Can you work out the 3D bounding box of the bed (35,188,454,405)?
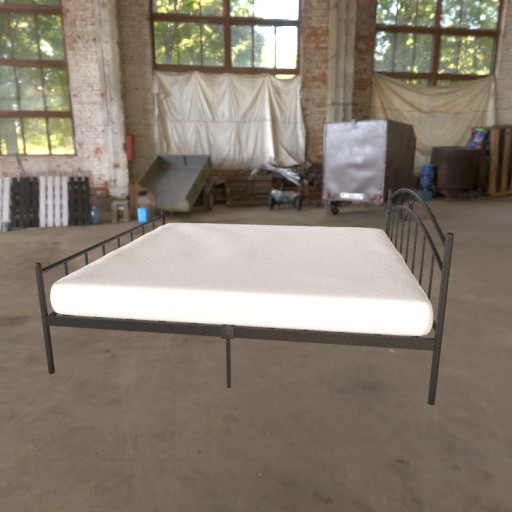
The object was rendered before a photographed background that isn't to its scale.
[{"bbox_3d":[0.000,0.000,3.076,2.040,0.940,1.880,2,15,8],"label":"bed"}]
